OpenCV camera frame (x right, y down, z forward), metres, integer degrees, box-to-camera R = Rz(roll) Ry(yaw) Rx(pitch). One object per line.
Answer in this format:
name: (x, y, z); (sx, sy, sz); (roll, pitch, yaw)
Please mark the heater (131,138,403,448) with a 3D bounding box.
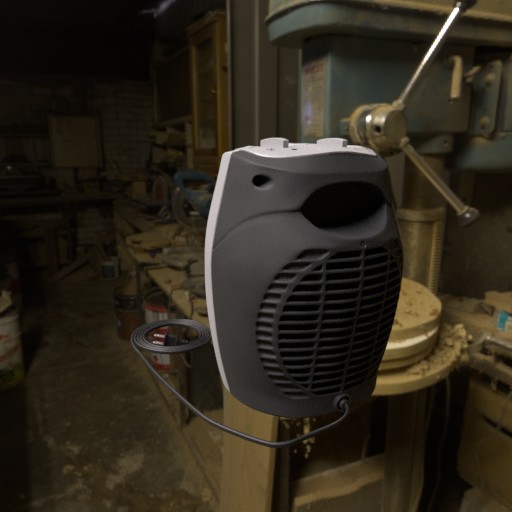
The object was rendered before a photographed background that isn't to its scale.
heater: (0.000, 0.000, 0.467); (0.239, 0.240, 0.291); (-7, 16, -25)
